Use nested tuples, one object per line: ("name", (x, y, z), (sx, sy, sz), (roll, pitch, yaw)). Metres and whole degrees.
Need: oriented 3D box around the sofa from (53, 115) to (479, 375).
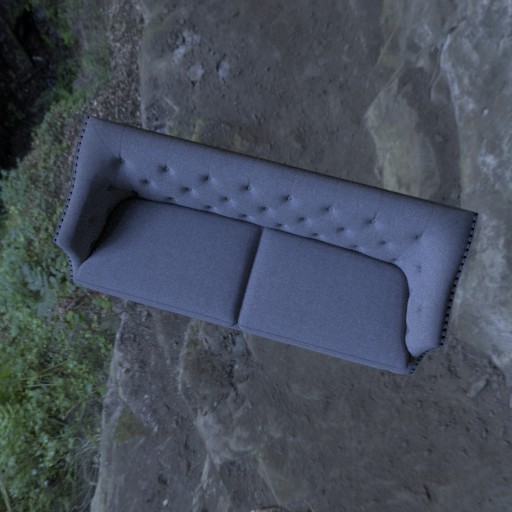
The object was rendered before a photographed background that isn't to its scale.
("sofa", (0.000, 0.000, 2.724), (2.235, 0.901, 0.914), (15, 78, 3))
